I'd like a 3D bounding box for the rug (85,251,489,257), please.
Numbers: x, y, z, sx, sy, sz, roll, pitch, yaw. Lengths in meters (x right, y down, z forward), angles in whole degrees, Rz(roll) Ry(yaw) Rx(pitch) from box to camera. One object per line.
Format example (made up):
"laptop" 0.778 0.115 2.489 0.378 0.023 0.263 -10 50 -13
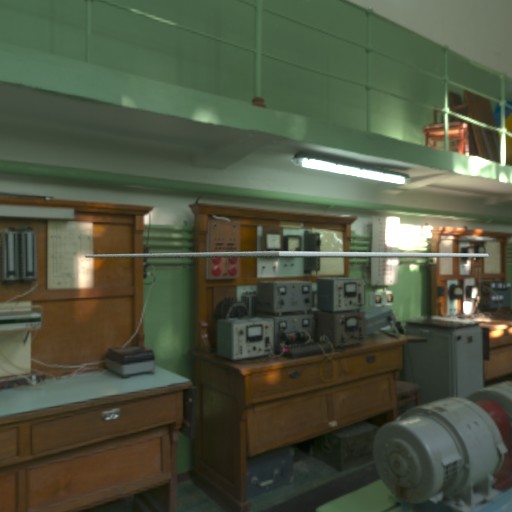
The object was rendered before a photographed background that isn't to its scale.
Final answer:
"rug" 0.000 0.000 2.329 1.222 0.015 1.828 0 0 -37
